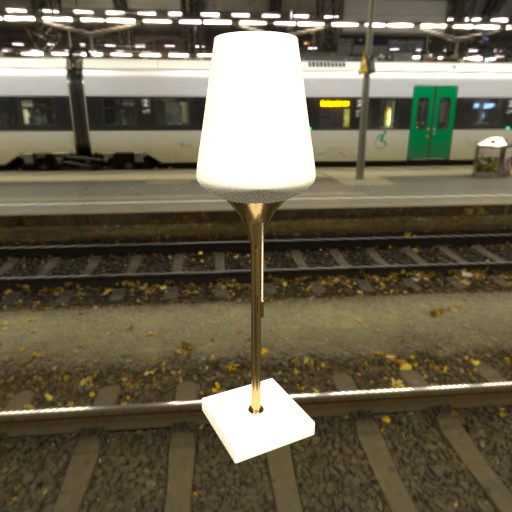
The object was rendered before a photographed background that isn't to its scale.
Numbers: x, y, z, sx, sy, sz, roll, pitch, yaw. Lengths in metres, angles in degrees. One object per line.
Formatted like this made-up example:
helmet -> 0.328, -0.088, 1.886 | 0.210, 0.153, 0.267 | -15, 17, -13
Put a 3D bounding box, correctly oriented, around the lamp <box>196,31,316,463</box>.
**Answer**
lamp -> 0.000, 0.000, 0.717 | 0.181, 0.639, 0.181 | -9, 19, -25
